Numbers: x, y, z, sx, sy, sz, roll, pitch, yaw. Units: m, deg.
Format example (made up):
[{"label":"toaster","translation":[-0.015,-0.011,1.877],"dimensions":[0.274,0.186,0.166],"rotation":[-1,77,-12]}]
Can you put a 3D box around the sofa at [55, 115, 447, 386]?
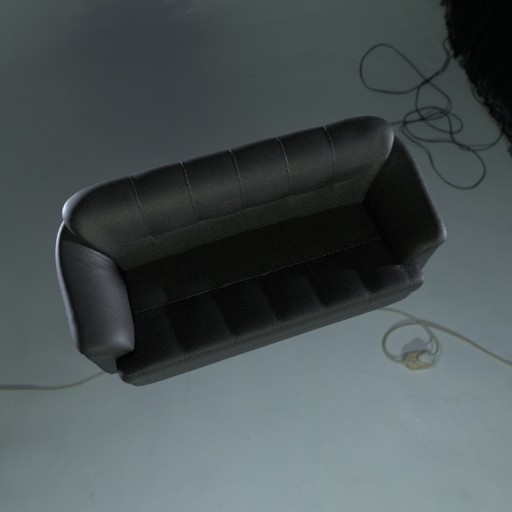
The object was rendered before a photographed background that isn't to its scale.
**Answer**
[{"label":"sofa","translation":[0.000,0.000,2.277],"dimensions":[1.829,0.811,0.800],"rotation":[-17,65,-8]}]
